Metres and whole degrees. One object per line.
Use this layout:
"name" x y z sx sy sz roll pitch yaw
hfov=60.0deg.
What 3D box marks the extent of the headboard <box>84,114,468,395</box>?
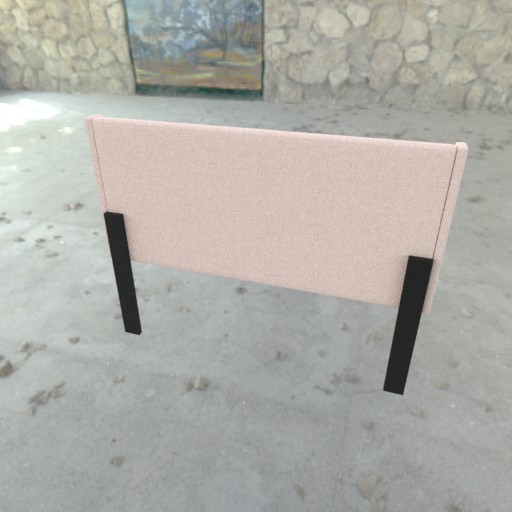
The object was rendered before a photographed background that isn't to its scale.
"headboard" 0.000 0.000 2.690 2.051 1.524 0.184 9 31 16
